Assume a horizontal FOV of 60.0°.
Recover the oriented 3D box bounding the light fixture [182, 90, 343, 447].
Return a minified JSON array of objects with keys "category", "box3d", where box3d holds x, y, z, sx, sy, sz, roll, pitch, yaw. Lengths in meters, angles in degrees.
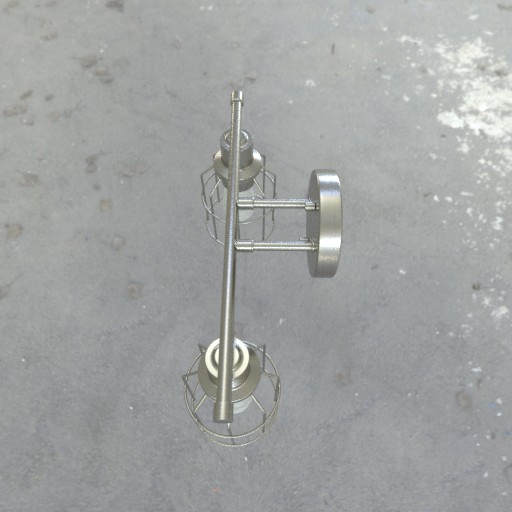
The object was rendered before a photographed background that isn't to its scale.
[{"category":"light fixture","box3d":[0.000,0.000,0.537,0.165,0.254,0.406,0,60,0]}]
